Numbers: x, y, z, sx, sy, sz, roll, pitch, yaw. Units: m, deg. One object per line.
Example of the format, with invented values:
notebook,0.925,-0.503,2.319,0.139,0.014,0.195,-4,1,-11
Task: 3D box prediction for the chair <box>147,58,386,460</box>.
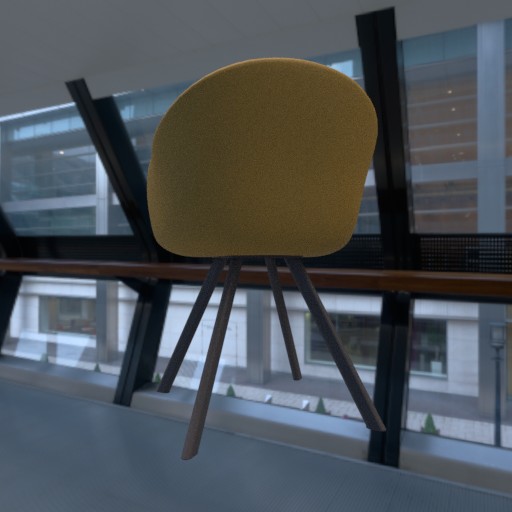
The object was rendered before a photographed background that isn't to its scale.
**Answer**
chair,0.000,0.000,1.164,0.551,0.793,0.583,0,0,-19
